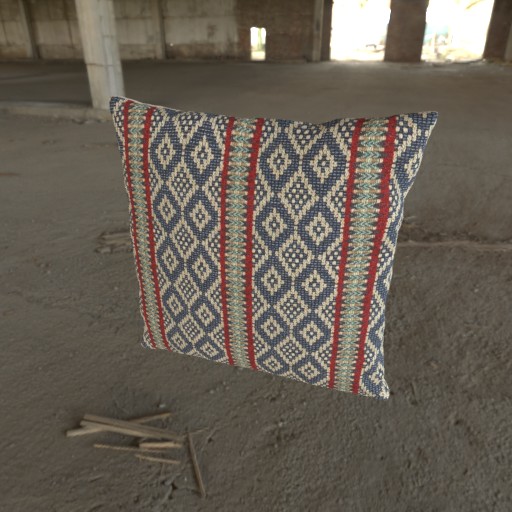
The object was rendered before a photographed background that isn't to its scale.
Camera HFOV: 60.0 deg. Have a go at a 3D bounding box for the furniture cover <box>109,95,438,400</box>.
[{"bbox_3d":[0.000,0.000,0.650,0.431,0.431,0.139,8,28,16],"label":"furniture cover"}]
